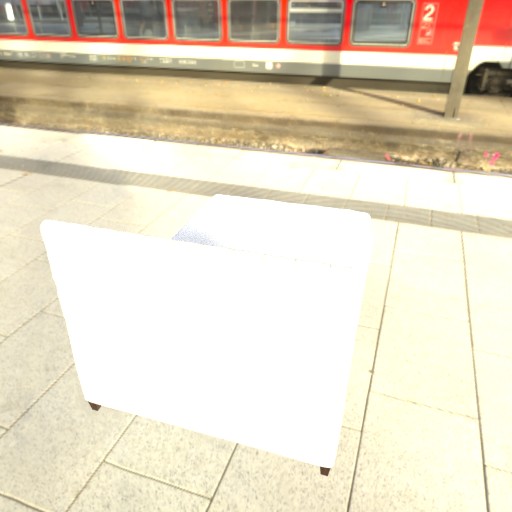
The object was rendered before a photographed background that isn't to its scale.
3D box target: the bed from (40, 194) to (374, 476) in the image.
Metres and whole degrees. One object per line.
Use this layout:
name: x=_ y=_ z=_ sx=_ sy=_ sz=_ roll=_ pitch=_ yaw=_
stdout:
bed: x=0.000 y=0.000 z=3.430 sx=1.698 sy=1.427 sz=2.387 roll=9 pitch=32 yaw=15
